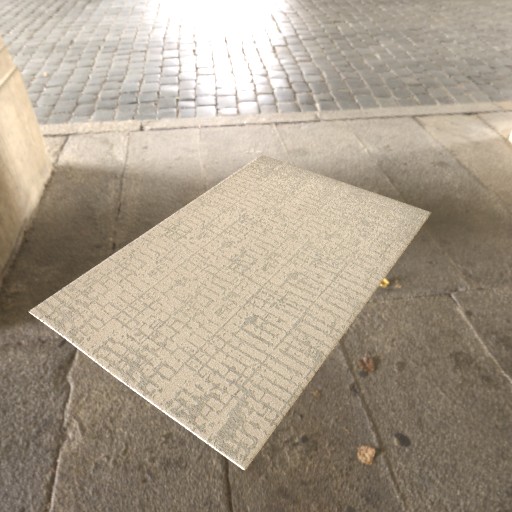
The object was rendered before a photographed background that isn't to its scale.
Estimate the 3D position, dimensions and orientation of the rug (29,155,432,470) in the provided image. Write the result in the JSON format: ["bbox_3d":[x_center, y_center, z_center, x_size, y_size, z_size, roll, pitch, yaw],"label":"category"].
[{"bbox_3d":[0.000,0.000,2.290,1.211,0.007,1.827,25,47,26],"label":"rug"}]
